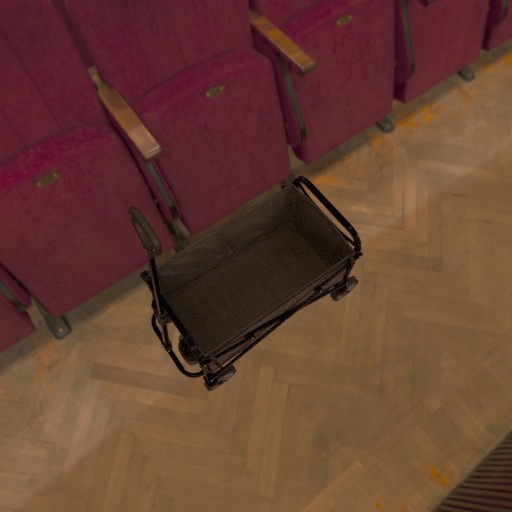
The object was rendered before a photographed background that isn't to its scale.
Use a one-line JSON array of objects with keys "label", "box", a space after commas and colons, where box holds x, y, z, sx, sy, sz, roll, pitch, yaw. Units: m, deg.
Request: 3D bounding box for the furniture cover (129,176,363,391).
[{"label": "furniture cover", "box": [0.000, 0.000, 1.858, 1.038, 1.295, 0.532, -33, 68, -15]}]
